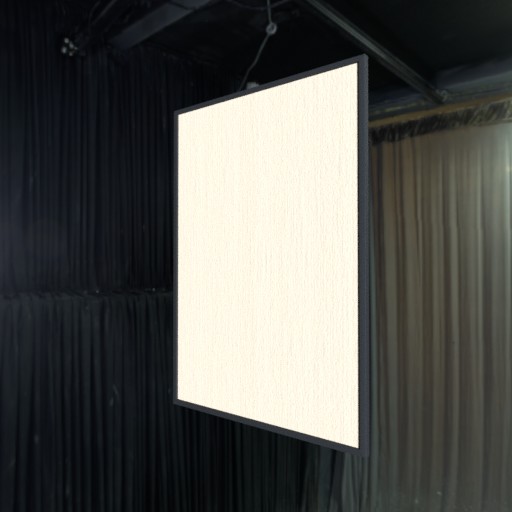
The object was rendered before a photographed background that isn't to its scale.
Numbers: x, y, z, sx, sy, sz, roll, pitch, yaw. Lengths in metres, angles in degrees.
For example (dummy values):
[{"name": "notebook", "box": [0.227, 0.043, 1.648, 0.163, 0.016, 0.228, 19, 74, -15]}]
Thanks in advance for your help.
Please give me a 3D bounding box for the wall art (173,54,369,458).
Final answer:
[{"name": "wall art", "box": [0.000, 0.000, 0.863, 0.457, 0.657, 0.013, -1, -1, 37]}]
